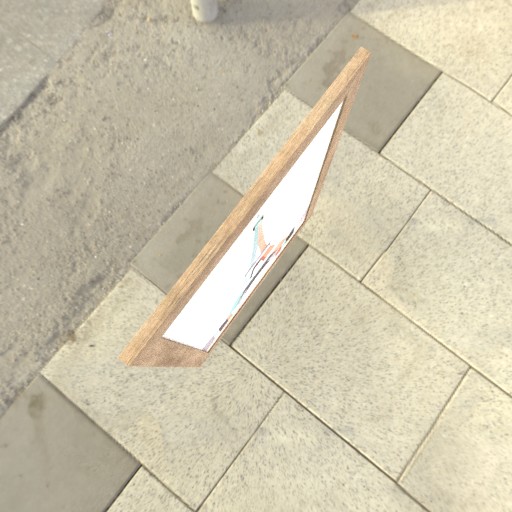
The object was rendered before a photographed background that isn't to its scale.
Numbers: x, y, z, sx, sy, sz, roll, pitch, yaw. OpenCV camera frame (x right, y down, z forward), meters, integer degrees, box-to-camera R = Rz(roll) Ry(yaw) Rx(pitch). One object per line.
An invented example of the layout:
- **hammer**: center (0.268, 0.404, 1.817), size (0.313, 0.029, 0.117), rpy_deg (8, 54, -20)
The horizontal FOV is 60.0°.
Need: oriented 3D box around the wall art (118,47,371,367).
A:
- **wall art**: center (0.000, 0.000, 0.909), size (0.018, 0.686, 0.534), rpy_deg (35, 78, 8)
